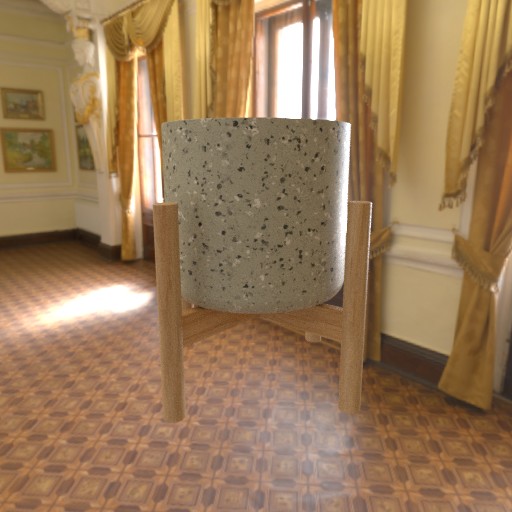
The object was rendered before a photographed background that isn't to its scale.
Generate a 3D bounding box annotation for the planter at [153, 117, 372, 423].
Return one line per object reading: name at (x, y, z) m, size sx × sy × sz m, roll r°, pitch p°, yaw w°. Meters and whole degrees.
planter at (0.000, 0.000, 0.565) m, size 0.284 × 0.320 × 0.284 m, roll -6°, pitch 14°, yaw -27°
